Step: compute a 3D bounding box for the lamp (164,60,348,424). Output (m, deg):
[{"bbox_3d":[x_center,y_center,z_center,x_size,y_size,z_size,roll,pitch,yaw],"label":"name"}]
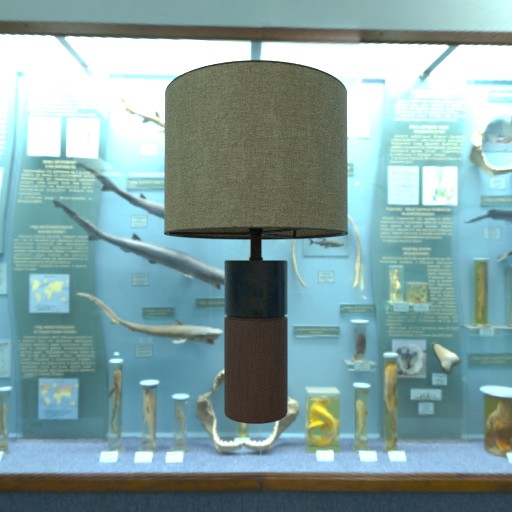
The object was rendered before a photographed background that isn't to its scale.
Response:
[{"bbox_3d":[0.000,0.000,0.496,0.202,0.350,0.202,0,-1,0],"label":"lamp"}]
